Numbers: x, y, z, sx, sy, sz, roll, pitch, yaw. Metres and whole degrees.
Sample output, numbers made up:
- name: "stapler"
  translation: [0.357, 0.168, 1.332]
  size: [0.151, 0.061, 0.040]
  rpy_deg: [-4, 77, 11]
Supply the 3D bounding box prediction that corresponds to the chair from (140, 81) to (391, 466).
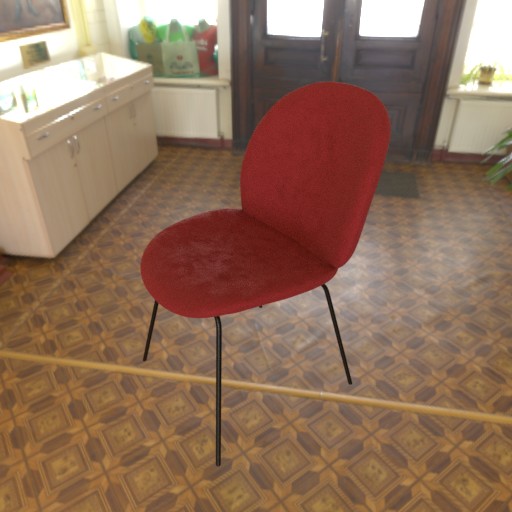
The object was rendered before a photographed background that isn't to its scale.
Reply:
- name: "chair"
  translation: [0.000, 0.000, 1.160]
  size: [0.587, 0.791, 0.458]
  rpy_deg: [-21, 37, -30]
